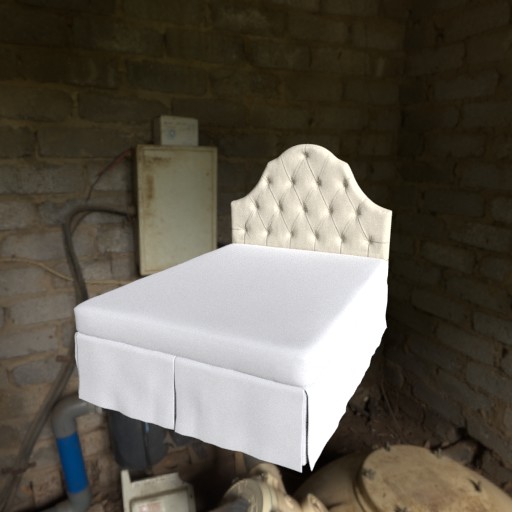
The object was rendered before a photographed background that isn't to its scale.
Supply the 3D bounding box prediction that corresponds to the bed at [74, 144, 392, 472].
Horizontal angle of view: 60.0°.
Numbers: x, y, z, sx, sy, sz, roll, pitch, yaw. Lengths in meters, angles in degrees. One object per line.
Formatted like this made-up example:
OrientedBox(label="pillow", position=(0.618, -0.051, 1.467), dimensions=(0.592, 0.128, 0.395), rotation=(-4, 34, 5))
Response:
OrientedBox(label="bed", position=(0.000, 0.000, 3.206), dimensions=(1.627, 1.575, 2.092), rotation=(7, 15, 25))
